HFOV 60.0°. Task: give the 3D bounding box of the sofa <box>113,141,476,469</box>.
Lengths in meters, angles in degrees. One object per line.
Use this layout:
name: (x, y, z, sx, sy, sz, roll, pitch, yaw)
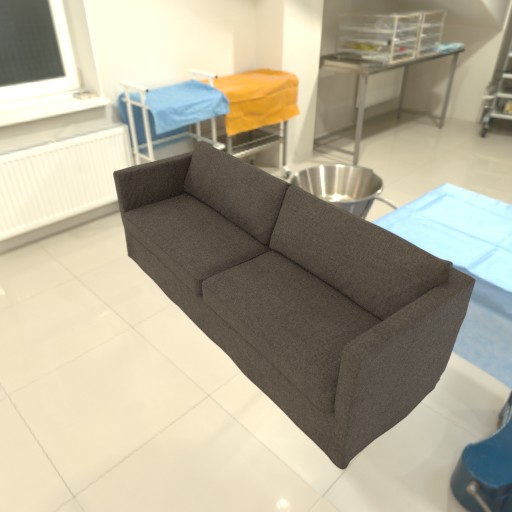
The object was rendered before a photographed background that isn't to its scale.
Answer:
sofa: (0.000, 0.000, 3.314, 1.036, 0.998, 2.779, -23, 40, -31)
